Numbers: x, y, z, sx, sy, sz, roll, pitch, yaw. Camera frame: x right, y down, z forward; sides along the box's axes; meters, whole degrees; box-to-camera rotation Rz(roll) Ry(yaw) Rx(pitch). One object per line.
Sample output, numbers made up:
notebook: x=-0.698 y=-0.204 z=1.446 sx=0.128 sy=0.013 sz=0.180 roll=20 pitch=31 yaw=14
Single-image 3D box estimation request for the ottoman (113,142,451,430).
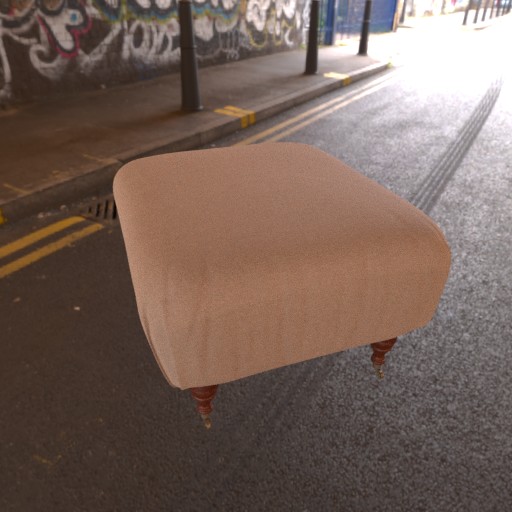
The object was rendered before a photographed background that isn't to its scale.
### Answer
ottoman: x=0.000 y=0.000 z=1.151 sx=0.639 sy=0.450 sz=0.746 roll=-10 pitch=32 yaw=-17
